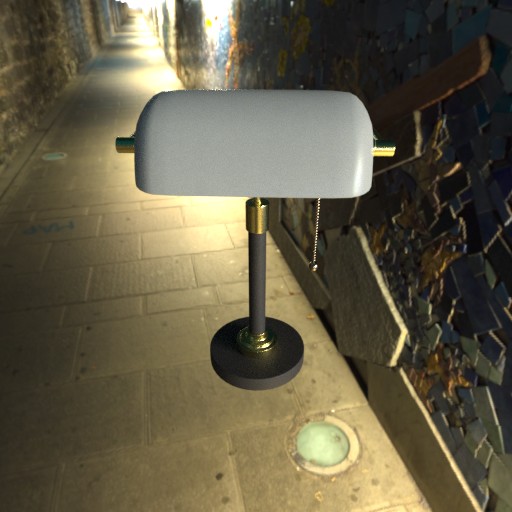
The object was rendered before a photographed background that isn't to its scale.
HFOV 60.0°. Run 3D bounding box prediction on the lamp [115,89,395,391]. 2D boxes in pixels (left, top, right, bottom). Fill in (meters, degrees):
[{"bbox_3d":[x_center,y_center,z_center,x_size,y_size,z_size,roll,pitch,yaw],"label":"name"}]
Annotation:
[{"bbox_3d":[0.000,0.000,0.551,0.269,0.404,0.227,1,30,2],"label":"lamp"}]
